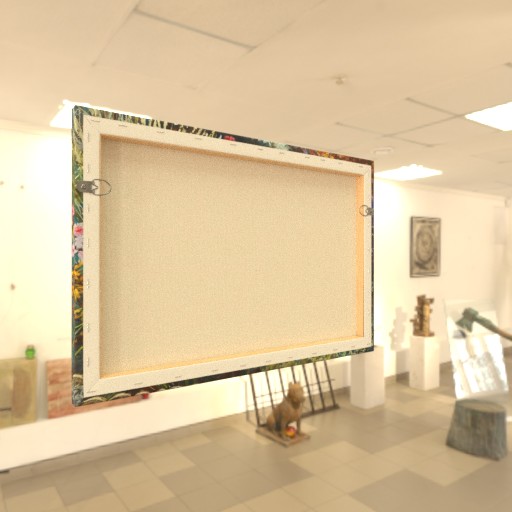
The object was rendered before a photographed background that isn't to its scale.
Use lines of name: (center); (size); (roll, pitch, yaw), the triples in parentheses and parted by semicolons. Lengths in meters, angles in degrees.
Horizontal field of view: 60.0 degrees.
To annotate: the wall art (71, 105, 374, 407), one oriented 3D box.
wall art: (0.000, 0.000, 1.454); (1.136, 0.760, 0.042); (0, 0, -35)
